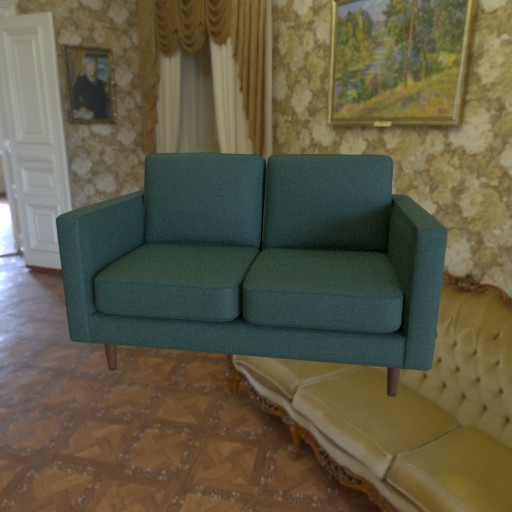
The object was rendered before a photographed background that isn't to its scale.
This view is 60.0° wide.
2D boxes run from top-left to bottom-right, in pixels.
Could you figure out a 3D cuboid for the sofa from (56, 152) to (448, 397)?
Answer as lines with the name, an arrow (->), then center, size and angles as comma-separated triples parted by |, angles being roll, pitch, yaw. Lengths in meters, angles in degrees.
sofa -> 0.000, 0.000, 2.019 | 1.430, 0.899, 0.879 | 3, 16, 9
